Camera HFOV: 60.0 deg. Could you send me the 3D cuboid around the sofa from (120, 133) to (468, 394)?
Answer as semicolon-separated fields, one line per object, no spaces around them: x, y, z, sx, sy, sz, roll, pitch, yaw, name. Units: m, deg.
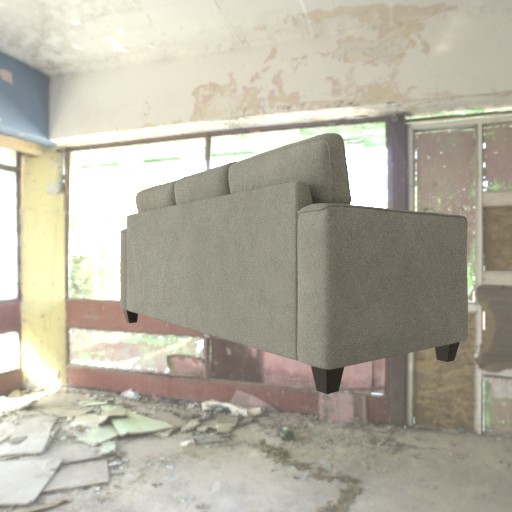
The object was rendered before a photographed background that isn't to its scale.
0.000;0.000;2.628;0.939;0.965;2.133;0;0;-36;sofa
